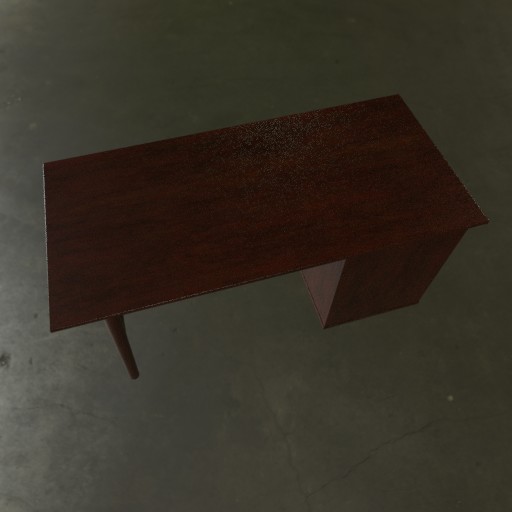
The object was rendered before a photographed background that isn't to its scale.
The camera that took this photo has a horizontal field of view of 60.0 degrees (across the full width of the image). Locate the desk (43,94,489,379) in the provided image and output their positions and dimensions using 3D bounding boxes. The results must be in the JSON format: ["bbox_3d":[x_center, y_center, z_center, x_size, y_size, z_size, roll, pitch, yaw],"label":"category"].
[{"bbox_3d":[0.000,0.000,1.707,1.277,0.758,0.612,-14,58,-9],"label":"desk"}]
